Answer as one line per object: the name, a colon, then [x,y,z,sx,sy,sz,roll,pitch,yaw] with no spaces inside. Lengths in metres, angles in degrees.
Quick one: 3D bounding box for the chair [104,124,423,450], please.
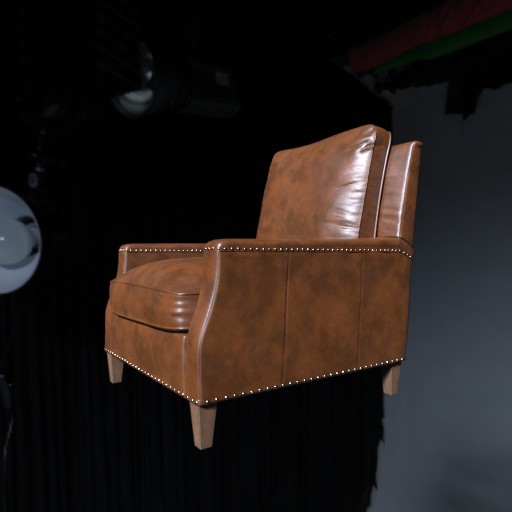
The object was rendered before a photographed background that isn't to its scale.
chair: [0.000,0.000,1.803,1.035,1.054,0.854,0,0,-35]
